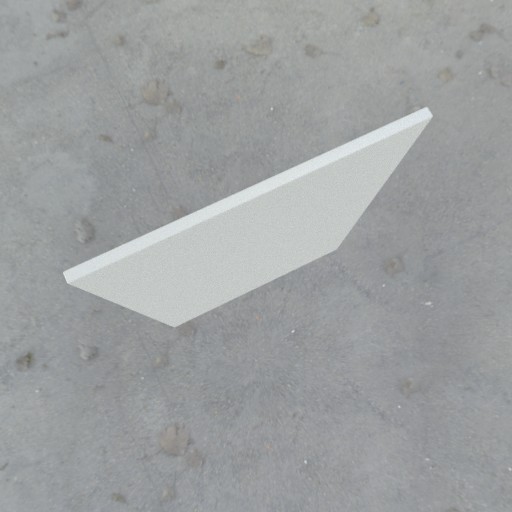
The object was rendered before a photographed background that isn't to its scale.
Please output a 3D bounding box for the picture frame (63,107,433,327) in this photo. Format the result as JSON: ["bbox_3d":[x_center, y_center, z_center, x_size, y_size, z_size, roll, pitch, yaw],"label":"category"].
[{"bbox_3d":[0.000,0.000,0.675,0.381,0.534,0.012,-25,78,-6],"label":"picture frame"}]
